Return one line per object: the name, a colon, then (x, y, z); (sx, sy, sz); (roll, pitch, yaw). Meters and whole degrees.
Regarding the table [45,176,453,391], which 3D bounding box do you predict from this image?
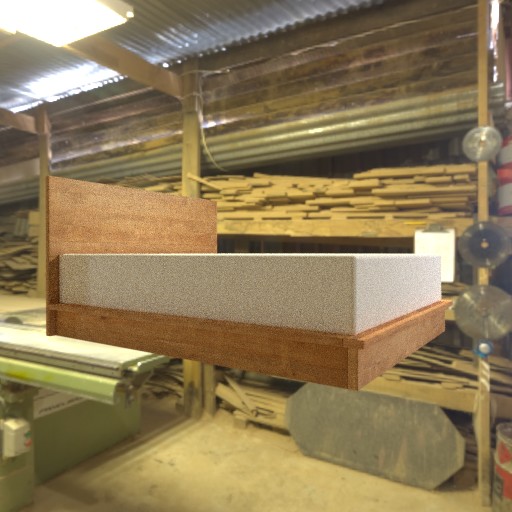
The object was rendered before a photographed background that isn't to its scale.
table: (0.000, 0.000, 2.981); (2.149, 1.041, 1.707); (0, 1, 34)
